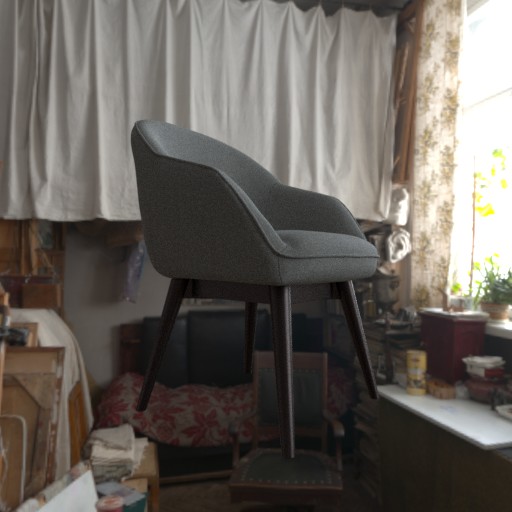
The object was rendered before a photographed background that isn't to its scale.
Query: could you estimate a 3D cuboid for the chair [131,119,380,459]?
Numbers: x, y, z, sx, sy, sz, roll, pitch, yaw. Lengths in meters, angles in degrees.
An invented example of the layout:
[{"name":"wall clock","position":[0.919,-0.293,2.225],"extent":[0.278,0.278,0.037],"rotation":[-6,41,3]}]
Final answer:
[{"name":"chair","position":[0.000,0.000,1.230],"extent":[0.611,0.810,0.589],"rotation":[0,0,36]}]
